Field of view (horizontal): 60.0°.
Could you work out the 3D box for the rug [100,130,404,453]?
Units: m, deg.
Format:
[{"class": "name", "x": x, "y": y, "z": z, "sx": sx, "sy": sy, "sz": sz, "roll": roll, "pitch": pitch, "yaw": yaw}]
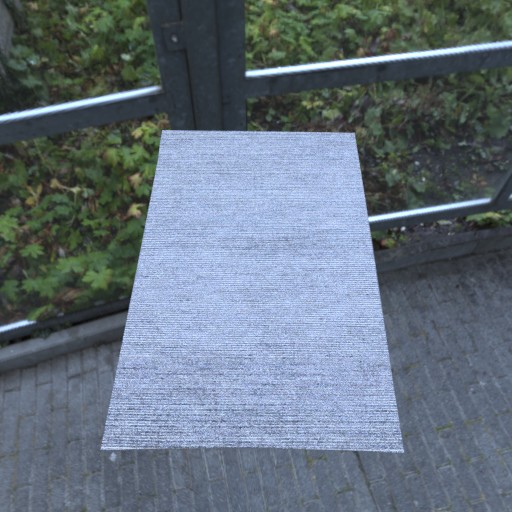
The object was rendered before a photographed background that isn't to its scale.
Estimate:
[{"class": "rug", "x": 0.000, "y": 0.000, "z": 2.171, "sx": 1.159, "sy": 0.021, "sz": 1.789, "roll": 1, "pitch": 57, "yaw": 1}]
